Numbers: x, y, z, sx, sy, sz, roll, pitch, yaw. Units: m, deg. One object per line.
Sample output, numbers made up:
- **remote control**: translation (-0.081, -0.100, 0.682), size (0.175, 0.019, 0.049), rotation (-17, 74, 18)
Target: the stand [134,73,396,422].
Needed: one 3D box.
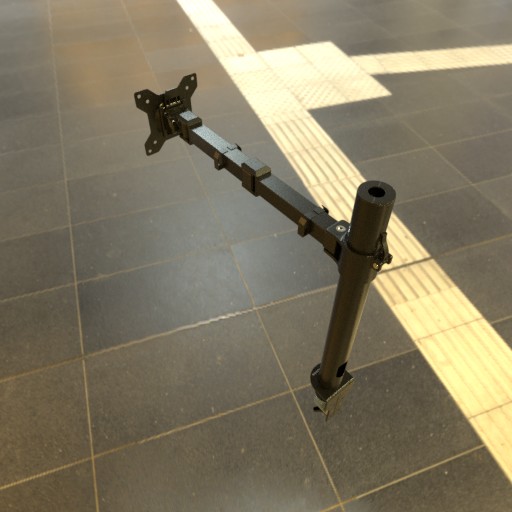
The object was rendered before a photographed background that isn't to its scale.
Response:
- **stand**: translation (0.000, 0.000, 0.738), size (0.115, 0.510, 0.456), rotation (-30, 54, -26)
